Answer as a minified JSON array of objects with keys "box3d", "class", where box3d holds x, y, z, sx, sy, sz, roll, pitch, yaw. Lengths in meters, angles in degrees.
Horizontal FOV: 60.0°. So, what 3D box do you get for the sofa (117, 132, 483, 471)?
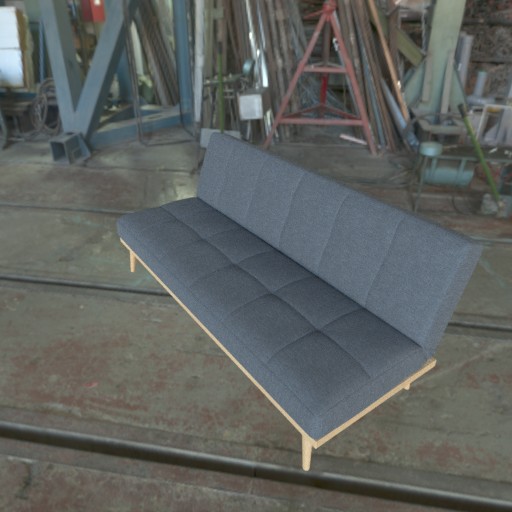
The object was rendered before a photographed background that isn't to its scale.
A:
[{"box3d":[0.000,0.000,2.234,0.820,0.770,1.820,-20,37,-30],"class":"sofa"}]
